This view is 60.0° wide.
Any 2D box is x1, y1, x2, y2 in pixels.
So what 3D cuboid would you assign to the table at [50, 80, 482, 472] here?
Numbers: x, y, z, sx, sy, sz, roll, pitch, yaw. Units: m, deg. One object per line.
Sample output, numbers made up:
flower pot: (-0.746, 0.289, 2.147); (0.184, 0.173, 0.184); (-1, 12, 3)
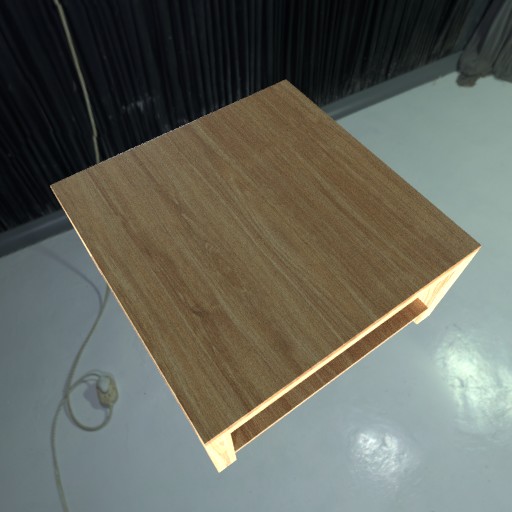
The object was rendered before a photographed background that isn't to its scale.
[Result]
table: (0.000, 0.000, 1.477); (0.900, 0.450, 0.900); (-30, 62, -18)
